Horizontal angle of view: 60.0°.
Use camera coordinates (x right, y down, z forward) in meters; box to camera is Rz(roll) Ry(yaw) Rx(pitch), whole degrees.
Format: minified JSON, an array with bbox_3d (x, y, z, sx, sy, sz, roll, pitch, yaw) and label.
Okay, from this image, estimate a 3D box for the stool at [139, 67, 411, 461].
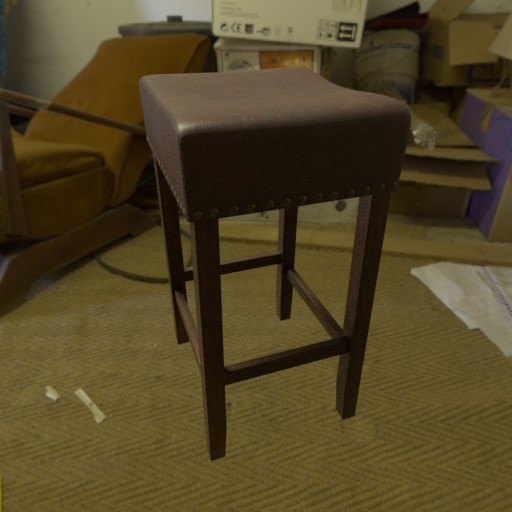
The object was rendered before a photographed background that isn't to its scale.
[{"bbox_3d":[0.000,0.000,1.053,0.401,0.769,0.465,-10,33,-17],"label":"stool"}]
